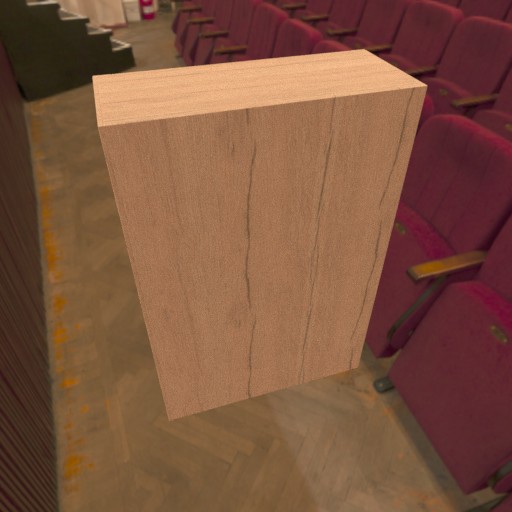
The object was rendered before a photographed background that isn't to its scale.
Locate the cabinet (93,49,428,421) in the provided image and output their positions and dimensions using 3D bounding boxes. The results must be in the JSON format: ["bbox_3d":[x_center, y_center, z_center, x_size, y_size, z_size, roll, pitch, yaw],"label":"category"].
[{"bbox_3d":[0.000,0.000,2.665,1.400,2.070,0.580,-12,42,-13],"label":"cabinet"}]
